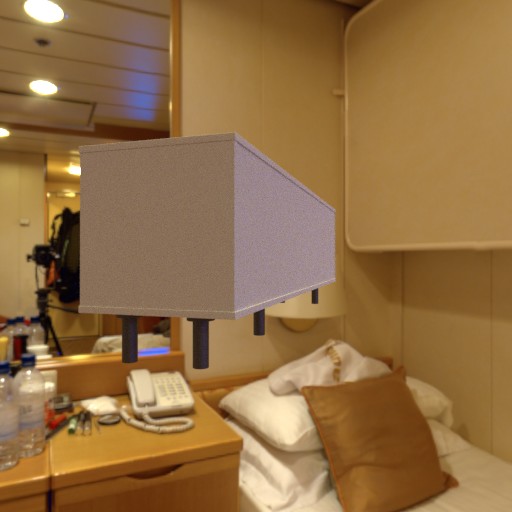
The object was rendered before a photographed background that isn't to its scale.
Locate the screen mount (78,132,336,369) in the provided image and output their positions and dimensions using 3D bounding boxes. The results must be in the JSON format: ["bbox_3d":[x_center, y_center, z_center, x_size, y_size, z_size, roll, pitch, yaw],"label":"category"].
[{"bbox_3d":[0.000,0.000,1.765,0.418,0.520,1.600,0,0,18],"label":"screen mount"}]
